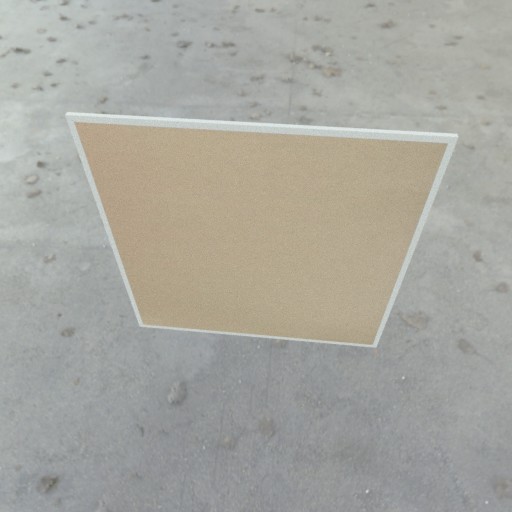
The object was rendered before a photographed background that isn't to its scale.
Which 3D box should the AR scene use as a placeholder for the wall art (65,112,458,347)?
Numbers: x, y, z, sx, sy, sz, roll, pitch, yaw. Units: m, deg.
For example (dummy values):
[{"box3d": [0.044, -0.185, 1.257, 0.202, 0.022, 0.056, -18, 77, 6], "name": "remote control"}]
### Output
[{"box3d": [0.000, 0.000, 1.212, 0.809, 0.809, 0.012, 4, 48, 4], "name": "wall art"}]
